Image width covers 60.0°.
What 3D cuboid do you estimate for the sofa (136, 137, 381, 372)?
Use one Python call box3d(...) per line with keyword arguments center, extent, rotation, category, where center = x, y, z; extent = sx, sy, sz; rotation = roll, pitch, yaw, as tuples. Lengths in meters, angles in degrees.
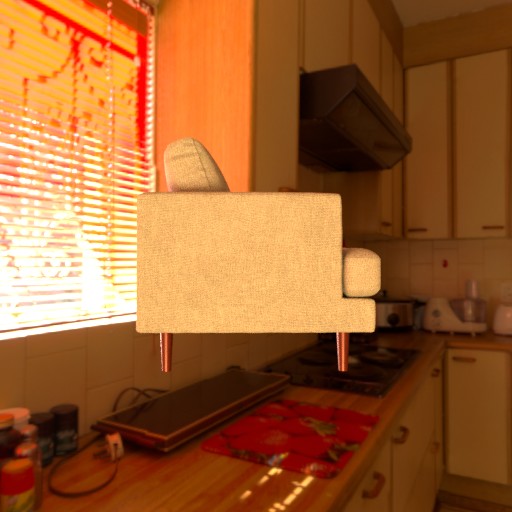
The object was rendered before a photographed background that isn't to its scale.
box3d(center=(0.000, 0.000, 2.713), extent=(0.903, 0.930, 2.246), rotation=(0, -1, -1), category="sofa")
